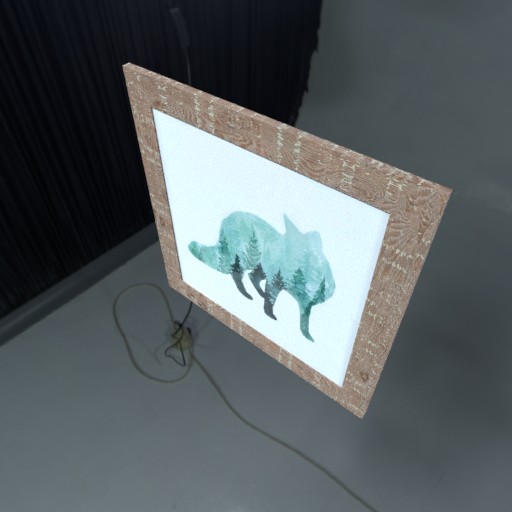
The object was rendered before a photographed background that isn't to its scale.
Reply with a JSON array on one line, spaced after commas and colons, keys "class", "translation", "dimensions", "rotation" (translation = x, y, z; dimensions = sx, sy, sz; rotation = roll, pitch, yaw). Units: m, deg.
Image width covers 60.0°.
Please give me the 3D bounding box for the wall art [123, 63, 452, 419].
[{"class": "wall art", "translation": [0.000, 0.000, 0.561], "dimensions": [0.384, 0.384, 0.012], "rotation": [30, 53, 26]}]
